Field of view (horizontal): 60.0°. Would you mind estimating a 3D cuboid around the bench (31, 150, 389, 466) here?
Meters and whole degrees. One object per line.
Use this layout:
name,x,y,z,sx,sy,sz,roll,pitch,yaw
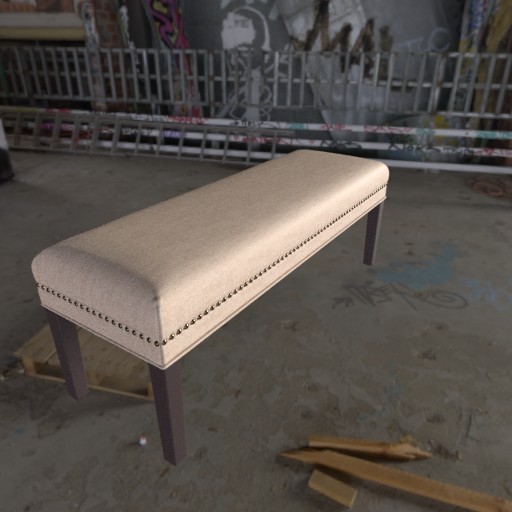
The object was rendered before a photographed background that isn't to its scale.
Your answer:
bench,0.000,0.000,1.423,0.410,0.457,1.219,17,31,30
